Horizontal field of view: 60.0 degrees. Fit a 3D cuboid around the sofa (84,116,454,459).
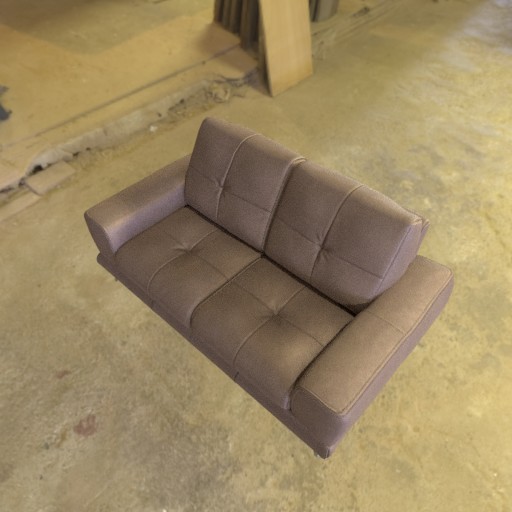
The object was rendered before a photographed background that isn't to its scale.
[{"bbox_3d":[0.000,0.000,2.384,1.806,0.907,1.018,34,55,28],"label":"sofa"}]
